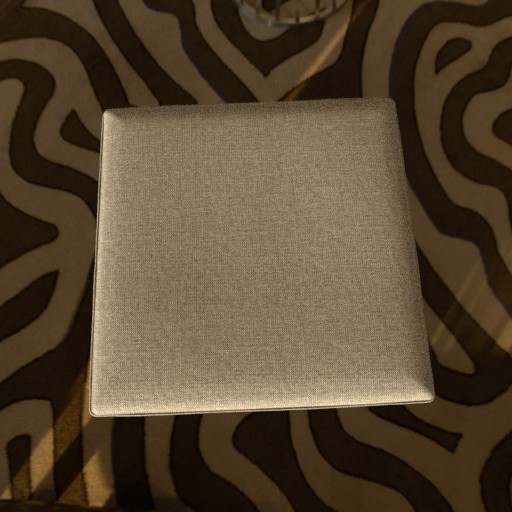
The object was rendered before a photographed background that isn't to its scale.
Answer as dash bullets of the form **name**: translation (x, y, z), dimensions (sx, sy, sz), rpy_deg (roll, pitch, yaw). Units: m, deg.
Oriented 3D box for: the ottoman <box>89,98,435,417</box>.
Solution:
- **ottoman**: translation (0.000, 0.000, 1.557), dimensions (1.023, 0.423, 1.017), rpy_deg (-2, 76, 0)
